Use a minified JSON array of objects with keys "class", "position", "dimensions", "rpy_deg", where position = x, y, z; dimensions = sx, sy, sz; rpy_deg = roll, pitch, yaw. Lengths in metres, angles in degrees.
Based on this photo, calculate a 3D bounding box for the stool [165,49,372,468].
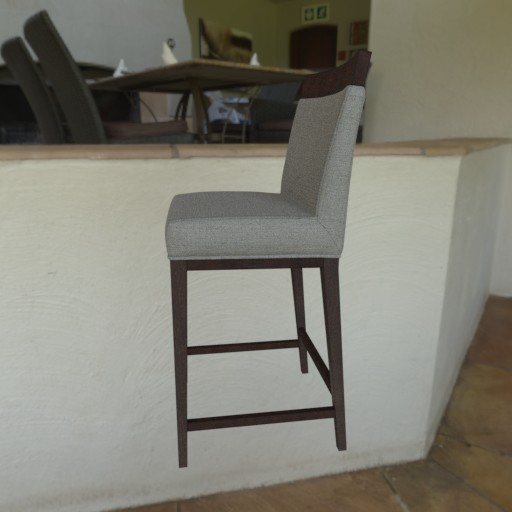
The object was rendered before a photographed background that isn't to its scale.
[{"class":"stool","position":[0.000,0.000,1.386],"dimensions":[0.531,1.117,0.511],"rpy_deg":[-2,16,-8]}]
